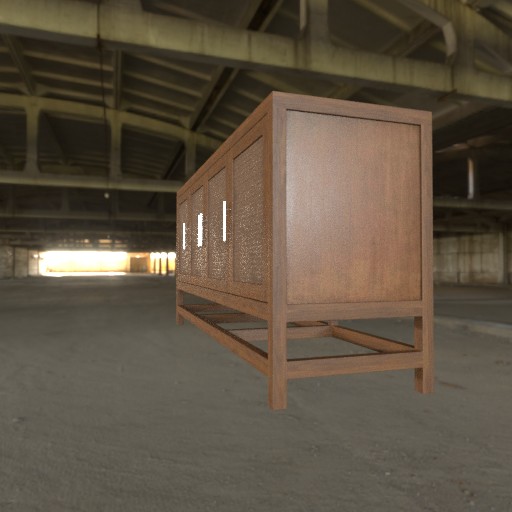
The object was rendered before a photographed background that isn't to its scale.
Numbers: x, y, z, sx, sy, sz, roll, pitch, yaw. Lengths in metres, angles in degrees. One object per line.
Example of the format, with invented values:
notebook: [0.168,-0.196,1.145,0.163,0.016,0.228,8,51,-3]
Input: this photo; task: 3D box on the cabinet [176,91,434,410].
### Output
cabinet: [0.000,0.000,2.020,0.522,0.820,1.708,0,-1,-18]
